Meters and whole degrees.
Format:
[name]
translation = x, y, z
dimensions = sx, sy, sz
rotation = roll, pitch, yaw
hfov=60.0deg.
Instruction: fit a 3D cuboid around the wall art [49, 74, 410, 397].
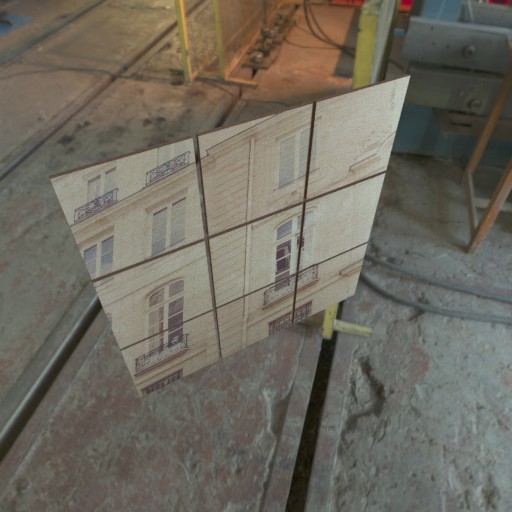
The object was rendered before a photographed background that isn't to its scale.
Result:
[wall art]
translation = 0.000, 0.000, 1.786
dimensions = 1.221, 1.218, 0.024
rotation = -22, 50, -20
